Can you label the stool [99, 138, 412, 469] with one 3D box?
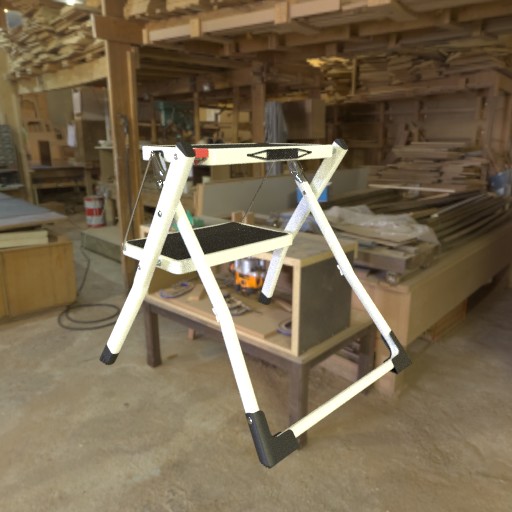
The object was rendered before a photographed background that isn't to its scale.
[{"bbox_3d":[0.000,0.000,0.875,0.485,0.445,0.490,-15,22,-42],"label":"stool"}]
